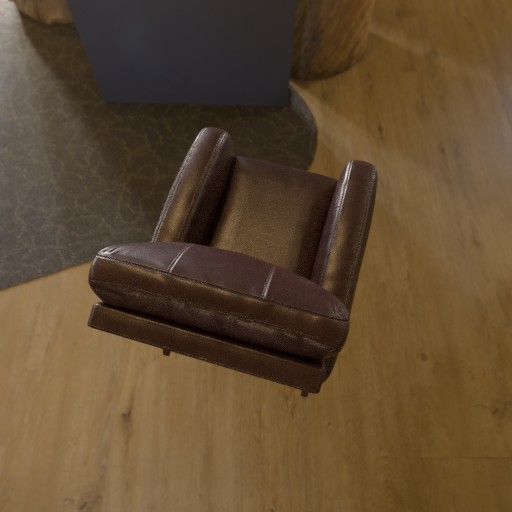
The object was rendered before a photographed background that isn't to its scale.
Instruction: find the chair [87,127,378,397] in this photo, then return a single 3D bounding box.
[{"bbox_3d":[0.000,0.000,1.630,0.762,0.990,0.990,15,64,7],"label":"chair"}]
